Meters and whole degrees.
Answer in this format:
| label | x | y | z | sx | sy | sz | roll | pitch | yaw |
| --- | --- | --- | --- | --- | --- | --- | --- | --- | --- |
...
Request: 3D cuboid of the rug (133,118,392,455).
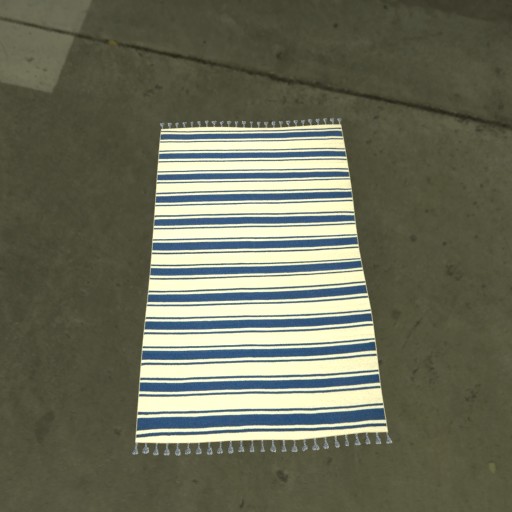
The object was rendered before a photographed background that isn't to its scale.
| label | x | y | z | sx | sy | sz | roll | pitch | yaw |
| --- | --- | --- | --- | --- | --- | --- | --- | --- | --- |
| rug | 0.000 | 0.000 | 2.591 | 1.248 | 0.009 | 2.108 | -2 | 63 | -1 |
